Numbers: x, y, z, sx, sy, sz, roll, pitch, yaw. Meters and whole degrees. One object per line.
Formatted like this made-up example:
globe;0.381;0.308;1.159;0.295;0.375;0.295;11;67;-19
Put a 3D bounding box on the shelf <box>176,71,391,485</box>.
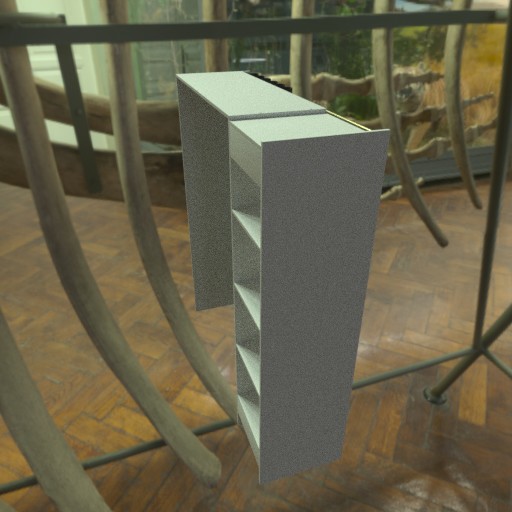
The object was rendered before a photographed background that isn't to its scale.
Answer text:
shelf;0.000;0.000;2.596;0.500;1.810;1.600;-10;31;-16
